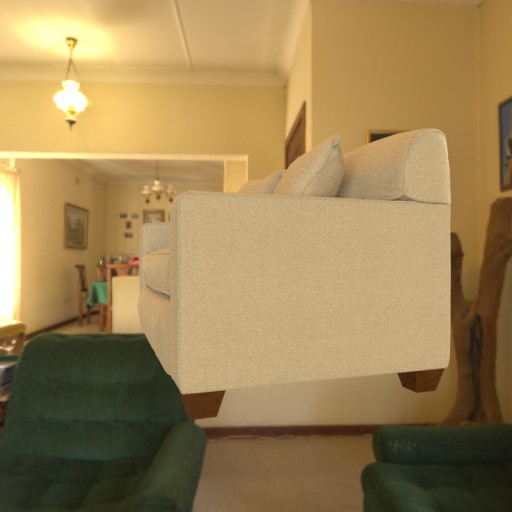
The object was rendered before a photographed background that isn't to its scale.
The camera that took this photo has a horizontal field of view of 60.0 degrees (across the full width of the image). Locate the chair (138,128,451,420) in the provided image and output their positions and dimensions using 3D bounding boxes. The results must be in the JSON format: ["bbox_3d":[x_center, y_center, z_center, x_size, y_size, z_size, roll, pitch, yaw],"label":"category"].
[{"bbox_3d":[0.000,0.000,2.024,1.000,0.948,1.383,0,0,-19],"label":"chair"}]
